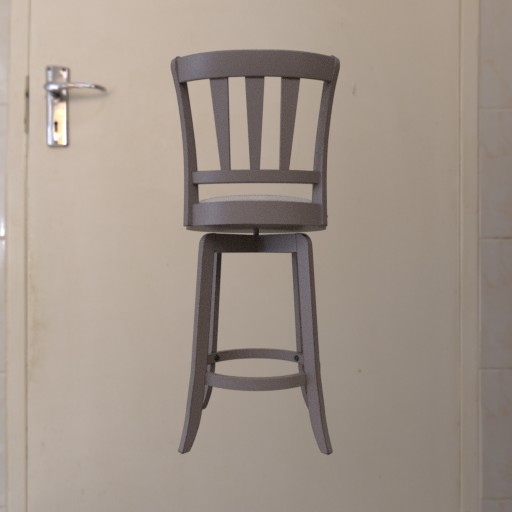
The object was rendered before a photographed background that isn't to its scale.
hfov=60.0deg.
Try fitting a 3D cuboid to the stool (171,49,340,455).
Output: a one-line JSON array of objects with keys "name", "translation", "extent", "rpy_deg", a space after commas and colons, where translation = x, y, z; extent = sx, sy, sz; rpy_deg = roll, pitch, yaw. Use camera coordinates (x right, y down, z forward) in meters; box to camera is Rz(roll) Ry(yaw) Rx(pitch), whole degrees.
[{"name": "stool", "translation": [0.000, 0.000, 1.291], "extent": [0.436, 1.023, 0.475], "rpy_deg": [0, 0, 1]}]
